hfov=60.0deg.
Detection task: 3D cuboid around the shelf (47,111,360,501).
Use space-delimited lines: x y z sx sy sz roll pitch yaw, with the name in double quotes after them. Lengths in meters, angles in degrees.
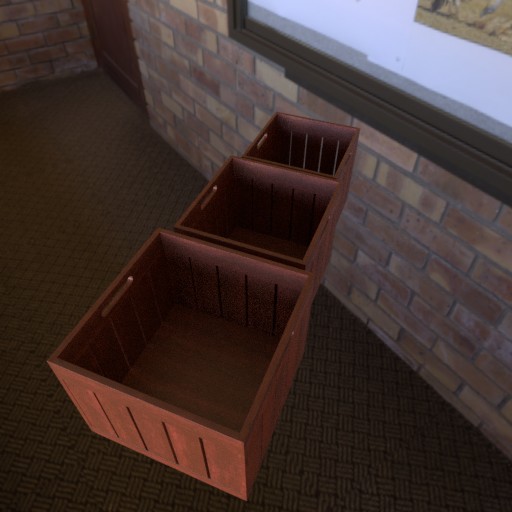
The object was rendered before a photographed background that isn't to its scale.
0.000 0.000 1.214 0.393 0.311 1.064 16 48 15 "shelf"
